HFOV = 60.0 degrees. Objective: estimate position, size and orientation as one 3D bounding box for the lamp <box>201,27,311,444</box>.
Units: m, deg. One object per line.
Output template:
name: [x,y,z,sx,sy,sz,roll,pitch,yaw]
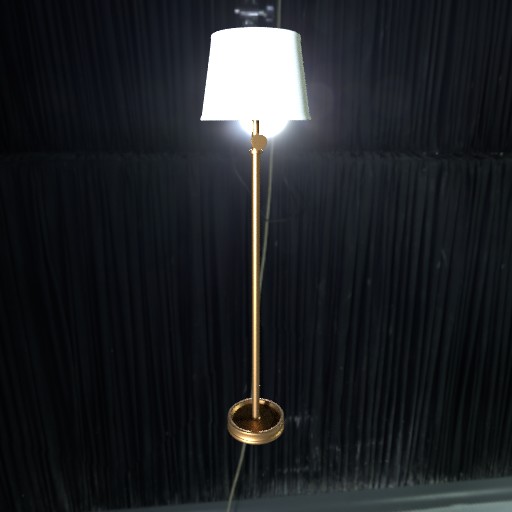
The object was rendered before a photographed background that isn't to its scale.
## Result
lamp: [0.000,0.000,0.789,0.178,0.710,0.178,0,17,0]
